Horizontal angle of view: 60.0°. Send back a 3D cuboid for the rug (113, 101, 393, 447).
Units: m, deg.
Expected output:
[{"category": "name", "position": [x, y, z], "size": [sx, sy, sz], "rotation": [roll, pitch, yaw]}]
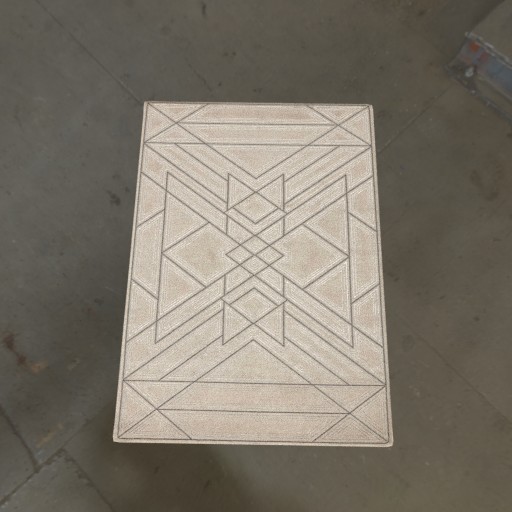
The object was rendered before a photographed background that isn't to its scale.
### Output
[{"category": "rug", "position": [0.000, 0.000, 4.280], "size": [2.436, 0.026, 3.381], "rotation": [1, 75, 0]}]
